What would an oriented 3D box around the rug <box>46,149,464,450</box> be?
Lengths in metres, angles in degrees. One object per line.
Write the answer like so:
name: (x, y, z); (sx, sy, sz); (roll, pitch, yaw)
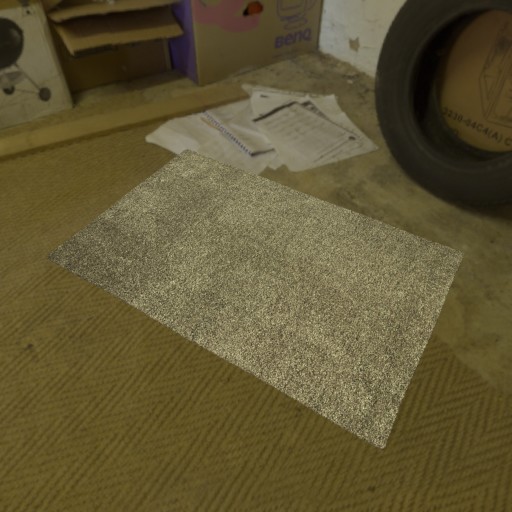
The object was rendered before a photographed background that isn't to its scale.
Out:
rug: (0.000, 0.000, 2.949); (2.352, 0.025, 1.501); (24, 51, 21)
